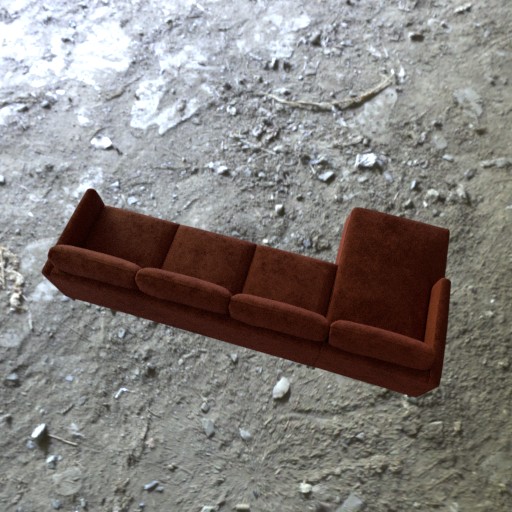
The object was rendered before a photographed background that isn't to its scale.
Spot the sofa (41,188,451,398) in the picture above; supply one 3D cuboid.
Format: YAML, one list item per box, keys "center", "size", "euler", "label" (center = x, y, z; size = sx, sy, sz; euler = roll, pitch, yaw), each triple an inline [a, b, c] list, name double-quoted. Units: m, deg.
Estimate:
- center: [0.000, 0.000, 2.951]
  size: [2.467, 0.663, 1.136]
  euler: [15, 64, 7]
  label: "sofa"
